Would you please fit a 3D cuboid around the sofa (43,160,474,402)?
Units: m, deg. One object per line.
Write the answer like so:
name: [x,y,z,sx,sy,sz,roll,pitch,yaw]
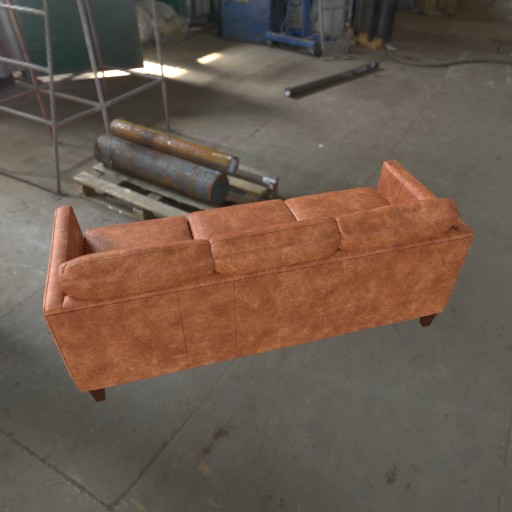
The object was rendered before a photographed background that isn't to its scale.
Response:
sofa: [0.000,0.000,2.974,2.464,1.006,1.045,-10,41,-12]
